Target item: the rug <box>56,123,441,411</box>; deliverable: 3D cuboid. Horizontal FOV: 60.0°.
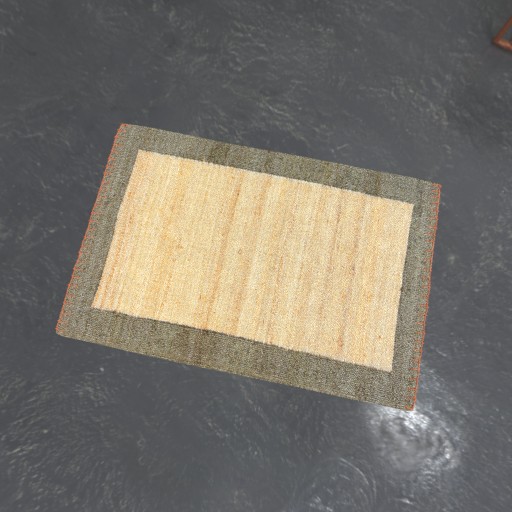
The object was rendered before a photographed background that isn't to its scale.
[{"bbox_3d":[0.000,0.000,2.327,1.838,0.019,1.220,12,76,3],"label":"rug"}]
